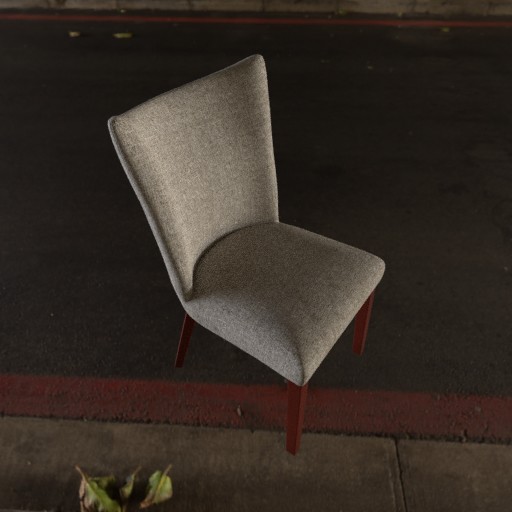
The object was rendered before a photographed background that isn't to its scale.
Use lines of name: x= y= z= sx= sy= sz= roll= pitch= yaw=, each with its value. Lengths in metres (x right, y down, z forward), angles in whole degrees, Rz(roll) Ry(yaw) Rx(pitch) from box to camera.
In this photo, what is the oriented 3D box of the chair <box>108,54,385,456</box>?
chair: x=0.000 y=0.000 z=1.281 sx=0.623 sy=0.924 sz=0.535 roll=25 pitch=47 yaw=26
